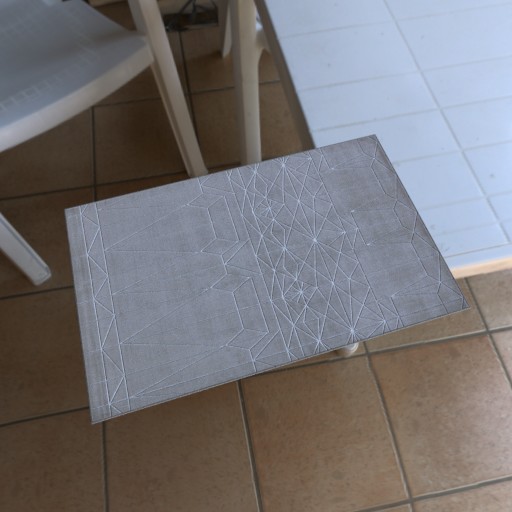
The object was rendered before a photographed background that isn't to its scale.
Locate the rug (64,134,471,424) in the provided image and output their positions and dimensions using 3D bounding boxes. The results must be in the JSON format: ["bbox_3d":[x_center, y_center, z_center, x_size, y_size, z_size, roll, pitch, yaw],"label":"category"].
[{"bbox_3d":[0.000,0.000,3.032,2.438,0.012,1.524,-15,64,-7],"label":"rug"}]
